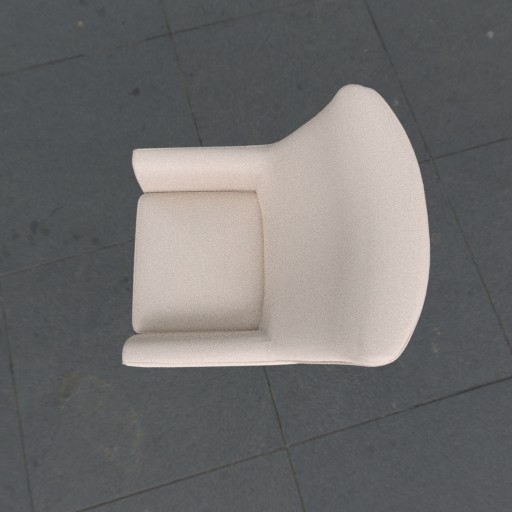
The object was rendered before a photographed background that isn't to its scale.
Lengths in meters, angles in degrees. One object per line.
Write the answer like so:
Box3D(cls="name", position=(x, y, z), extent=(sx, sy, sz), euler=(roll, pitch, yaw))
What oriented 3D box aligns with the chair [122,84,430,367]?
Box3D(cls="chair", position=(0.000, 0.000, 1.557), extent=(0.879, 0.916, 0.756), euler=(-1, 77, 0))
